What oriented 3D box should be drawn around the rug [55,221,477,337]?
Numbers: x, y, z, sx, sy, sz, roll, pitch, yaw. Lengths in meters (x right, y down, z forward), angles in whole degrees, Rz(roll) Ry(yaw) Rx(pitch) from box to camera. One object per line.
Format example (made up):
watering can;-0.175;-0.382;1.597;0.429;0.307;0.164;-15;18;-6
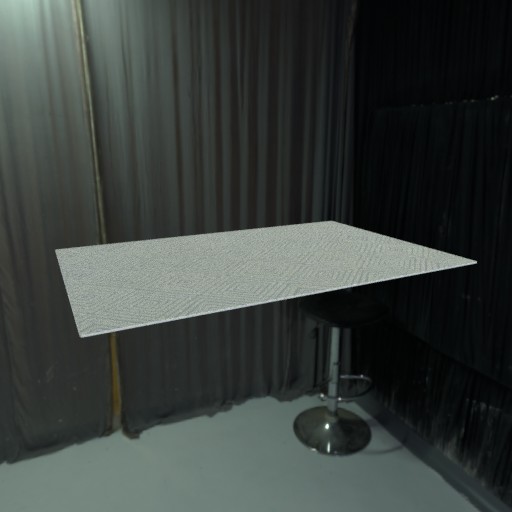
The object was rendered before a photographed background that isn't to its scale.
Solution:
rug;0.000;0.000;2.191;1.753;0.008;1.143;-8;17;-26
